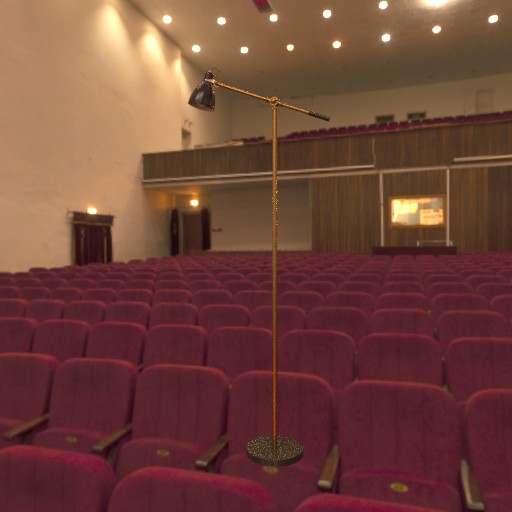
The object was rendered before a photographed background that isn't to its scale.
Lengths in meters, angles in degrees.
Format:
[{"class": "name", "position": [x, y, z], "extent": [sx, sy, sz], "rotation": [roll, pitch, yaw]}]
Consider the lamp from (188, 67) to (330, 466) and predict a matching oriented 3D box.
[{"class": "lamp", "position": [0.000, 0.000, 1.854], "extent": [0.618, 1.628, 0.235], "rotation": [0, 0, 19]}]
